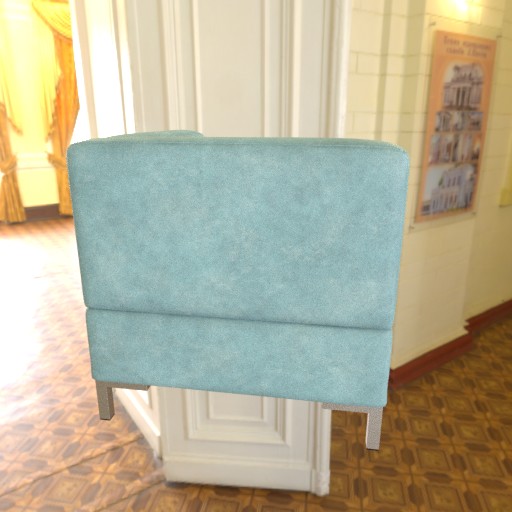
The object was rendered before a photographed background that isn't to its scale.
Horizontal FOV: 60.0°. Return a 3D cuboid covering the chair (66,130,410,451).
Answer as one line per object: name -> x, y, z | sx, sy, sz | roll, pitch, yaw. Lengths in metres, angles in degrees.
chair -> 0.000, 0.000, 1.225 | 0.691, 0.660, 0.684 | 3, 17, 9
